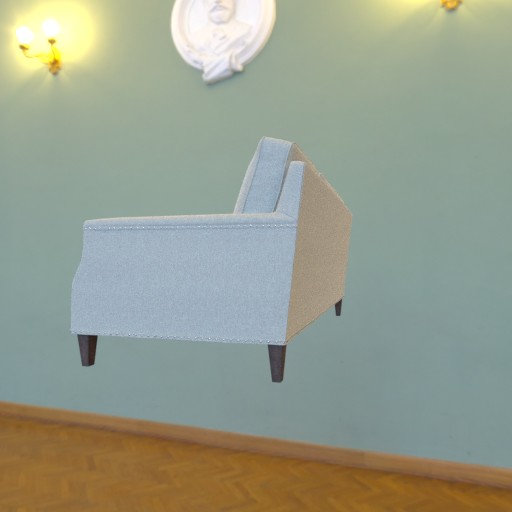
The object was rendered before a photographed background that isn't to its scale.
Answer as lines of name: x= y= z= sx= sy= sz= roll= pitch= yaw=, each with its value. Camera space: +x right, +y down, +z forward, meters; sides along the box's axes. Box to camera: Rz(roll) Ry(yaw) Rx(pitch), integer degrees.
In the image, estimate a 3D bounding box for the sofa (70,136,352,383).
sofa: x=0.000 y=0.000 z=2.882 sx=1.084 sy=1.003 sz=2.246 roll=0 pitch=0 yaw=17
